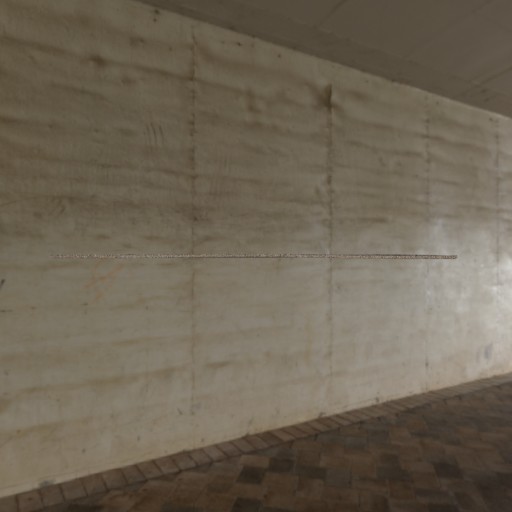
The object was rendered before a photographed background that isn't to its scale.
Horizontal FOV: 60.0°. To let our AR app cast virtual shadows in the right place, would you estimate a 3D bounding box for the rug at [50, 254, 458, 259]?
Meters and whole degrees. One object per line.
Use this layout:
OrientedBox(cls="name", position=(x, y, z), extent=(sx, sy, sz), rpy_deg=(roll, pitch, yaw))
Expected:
OrientedBox(cls="rug", position=(0.000, 0.000, 4.993), extent=(2.873, 0.053, 3.778), rpy_deg=(0, 0, 1))
